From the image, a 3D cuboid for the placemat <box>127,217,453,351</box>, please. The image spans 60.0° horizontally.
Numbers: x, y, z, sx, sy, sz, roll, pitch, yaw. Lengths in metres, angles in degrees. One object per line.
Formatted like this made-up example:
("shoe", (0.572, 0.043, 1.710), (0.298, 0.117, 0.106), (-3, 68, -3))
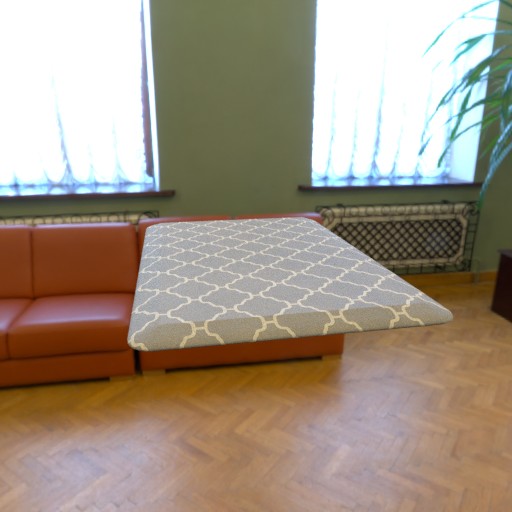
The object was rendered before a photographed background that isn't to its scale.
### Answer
("placemat", (0.000, 0.000, 0.996), (0.508, 0.021, 0.762), (-3, 17, -11))
